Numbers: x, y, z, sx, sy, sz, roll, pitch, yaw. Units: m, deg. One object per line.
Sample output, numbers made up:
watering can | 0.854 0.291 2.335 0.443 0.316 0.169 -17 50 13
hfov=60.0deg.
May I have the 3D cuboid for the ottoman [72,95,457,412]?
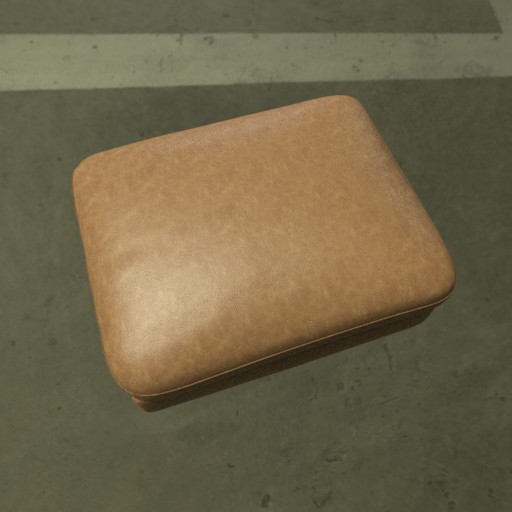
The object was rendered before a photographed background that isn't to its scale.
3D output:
ottoman | 0.000 0.000 1.127 0.747 0.478 0.593 -17 65 -8
